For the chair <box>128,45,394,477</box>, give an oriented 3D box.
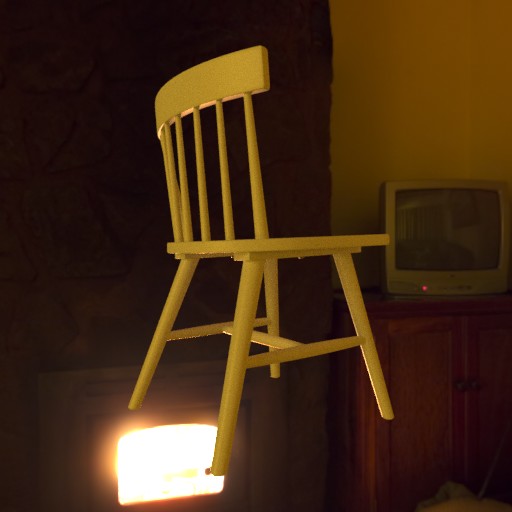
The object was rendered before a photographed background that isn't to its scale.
[{"bbox_3d":[0.000,0.000,1.106,0.500,0.787,0.483,0,1,-36],"label":"chair"}]
